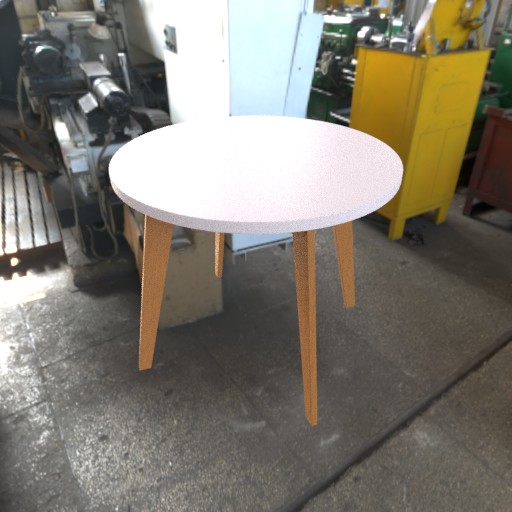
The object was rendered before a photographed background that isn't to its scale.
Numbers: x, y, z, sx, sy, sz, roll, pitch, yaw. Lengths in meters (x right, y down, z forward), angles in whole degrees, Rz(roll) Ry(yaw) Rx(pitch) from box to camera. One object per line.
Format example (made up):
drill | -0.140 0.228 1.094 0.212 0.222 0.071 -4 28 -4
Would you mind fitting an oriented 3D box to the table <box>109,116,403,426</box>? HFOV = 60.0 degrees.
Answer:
table | 0.000 0.000 1.605 0.896 0.762 0.896 0 33 0
